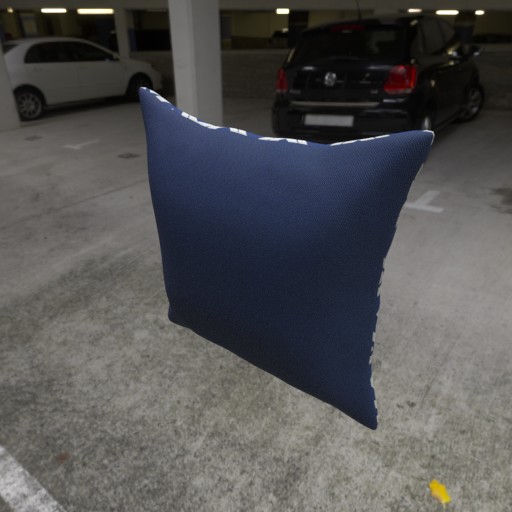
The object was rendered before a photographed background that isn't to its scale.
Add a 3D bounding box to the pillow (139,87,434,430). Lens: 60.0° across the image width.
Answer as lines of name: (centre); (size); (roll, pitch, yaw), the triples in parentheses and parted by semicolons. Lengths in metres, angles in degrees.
pillow: (0.000, 0.000, 0.749); (0.504, 0.494, 0.188); (20, 35, 32)
